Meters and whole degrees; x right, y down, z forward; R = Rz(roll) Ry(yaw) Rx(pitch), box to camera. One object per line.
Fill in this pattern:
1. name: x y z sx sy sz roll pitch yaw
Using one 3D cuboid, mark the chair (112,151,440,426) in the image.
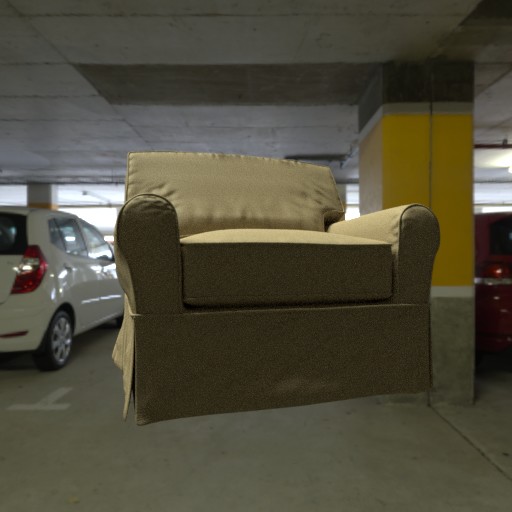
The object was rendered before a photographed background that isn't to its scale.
1. chair: 0.000 0.000 1.765 1.096 0.937 0.903 0 0 -18
